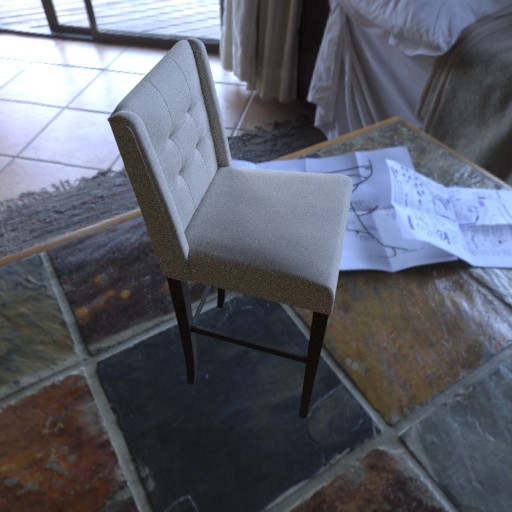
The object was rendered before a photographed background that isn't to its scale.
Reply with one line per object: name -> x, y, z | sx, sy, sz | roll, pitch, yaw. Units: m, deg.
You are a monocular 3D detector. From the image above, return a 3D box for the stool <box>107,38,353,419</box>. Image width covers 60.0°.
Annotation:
stool -> 0.000, 0.000, 1.372 | 0.509, 1.116, 0.474 | 10, 47, 10
